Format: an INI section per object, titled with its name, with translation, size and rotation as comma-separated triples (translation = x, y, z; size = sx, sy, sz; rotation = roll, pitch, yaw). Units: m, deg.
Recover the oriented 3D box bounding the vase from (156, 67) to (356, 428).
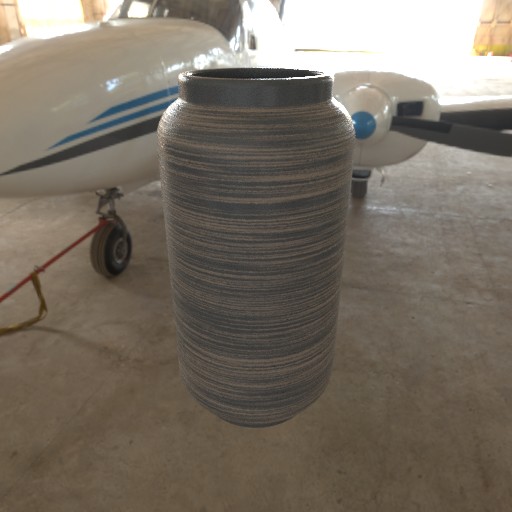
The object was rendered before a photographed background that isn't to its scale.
[vase]
translation = 0.000, 0.000, 0.300
size = 0.116, 0.230, 0.116
rotation = 0, 27, 0
